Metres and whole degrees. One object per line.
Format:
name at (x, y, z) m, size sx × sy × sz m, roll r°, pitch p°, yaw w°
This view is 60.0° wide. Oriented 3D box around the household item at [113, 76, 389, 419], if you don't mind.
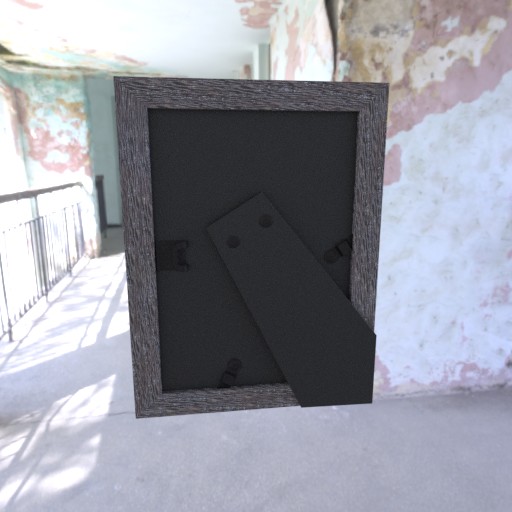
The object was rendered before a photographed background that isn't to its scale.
household item at (0.000, 0.000, 0.283) m, size 0.160 × 0.210 × 0.020 m, roll -2°, pitch 13°, yaw -8°
